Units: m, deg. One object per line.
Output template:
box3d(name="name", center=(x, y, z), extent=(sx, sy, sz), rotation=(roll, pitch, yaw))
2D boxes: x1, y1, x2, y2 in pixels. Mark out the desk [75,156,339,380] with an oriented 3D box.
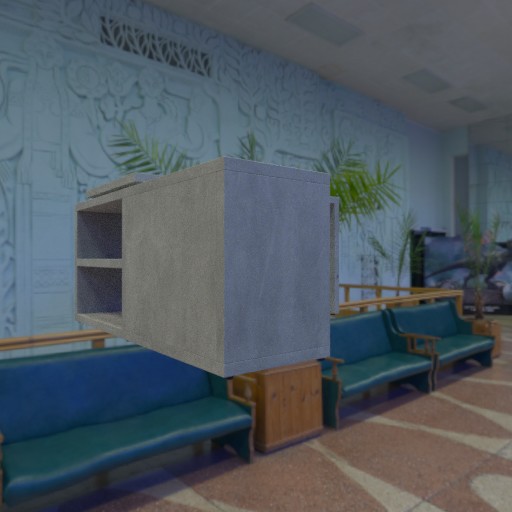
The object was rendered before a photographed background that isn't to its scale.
box3d(name="desk", center=(0.000, 0.000, 2.316), extent=(1.400, 0.740, 1.500), rotation=(0, 0, -38))
